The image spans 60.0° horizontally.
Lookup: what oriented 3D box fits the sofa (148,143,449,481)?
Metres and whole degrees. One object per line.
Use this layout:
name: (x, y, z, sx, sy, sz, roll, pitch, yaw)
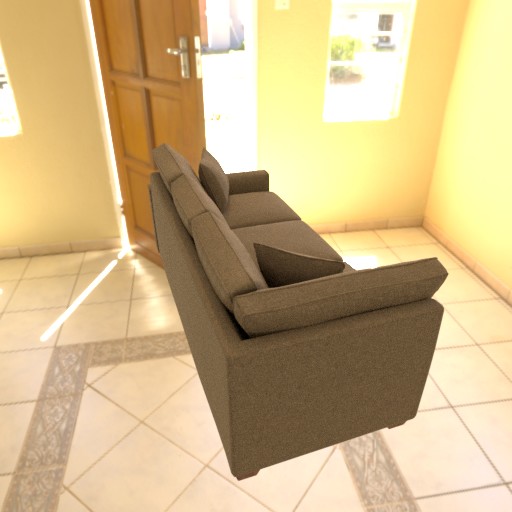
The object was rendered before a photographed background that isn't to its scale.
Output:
sofa: (0.000, 0.000, 2.850, 1.061, 0.962, 2.317, -10, 31, -17)
